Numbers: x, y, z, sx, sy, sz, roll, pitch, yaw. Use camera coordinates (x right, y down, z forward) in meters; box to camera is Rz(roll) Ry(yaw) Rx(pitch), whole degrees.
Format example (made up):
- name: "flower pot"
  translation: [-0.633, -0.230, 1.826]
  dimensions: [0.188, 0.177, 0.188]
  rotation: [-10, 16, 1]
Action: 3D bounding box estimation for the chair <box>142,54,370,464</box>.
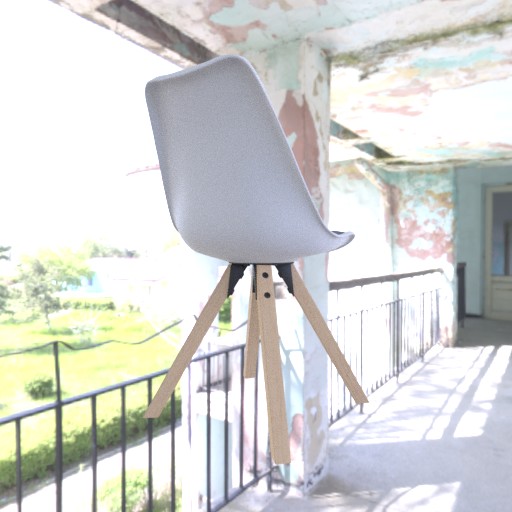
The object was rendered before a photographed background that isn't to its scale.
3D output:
- name: "chair"
  translation: [0.000, 0.000, 1.196]
  dimensions: [0.485, 0.850, 0.550]
  rotation: [1, 2, 36]
